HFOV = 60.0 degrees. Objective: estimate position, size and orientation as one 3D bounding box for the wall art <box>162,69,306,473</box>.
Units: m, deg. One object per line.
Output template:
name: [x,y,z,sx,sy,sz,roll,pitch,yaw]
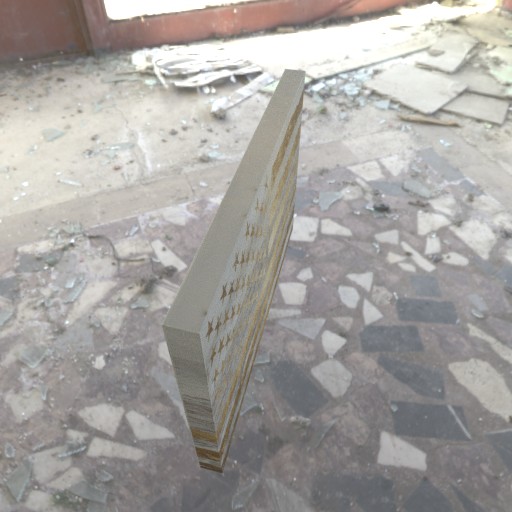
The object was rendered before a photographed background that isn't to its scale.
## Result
wall art: [0.000,0.000,0.785,0.041,0.407,0.606,10,47,10]
